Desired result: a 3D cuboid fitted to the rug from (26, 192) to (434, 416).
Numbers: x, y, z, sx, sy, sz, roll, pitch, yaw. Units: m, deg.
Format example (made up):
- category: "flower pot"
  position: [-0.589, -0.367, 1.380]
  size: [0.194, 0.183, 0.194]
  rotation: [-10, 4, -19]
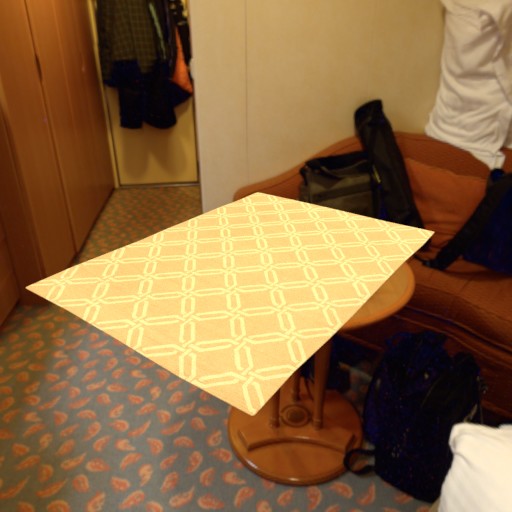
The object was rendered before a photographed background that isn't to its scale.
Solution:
- category: "rug"
  position: [0.000, 0.000, 4.329]
  size: [2.452, 0.020, 3.365]
  rotation: [18, 31, 32]
